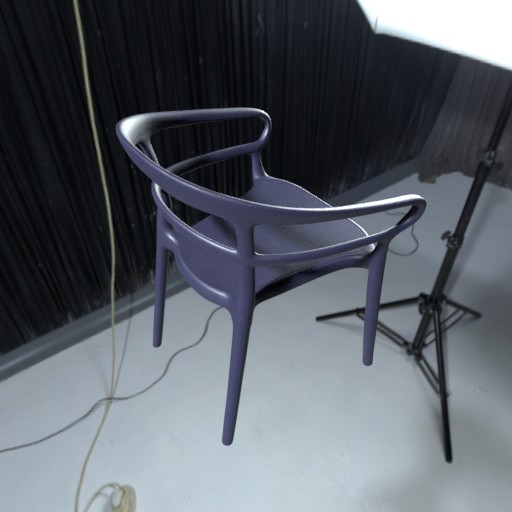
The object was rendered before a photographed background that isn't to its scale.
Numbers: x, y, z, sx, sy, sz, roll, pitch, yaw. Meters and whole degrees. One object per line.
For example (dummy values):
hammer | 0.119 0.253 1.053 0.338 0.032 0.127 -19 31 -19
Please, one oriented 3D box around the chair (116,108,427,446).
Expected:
chair | 0.000 0.000 1.127 0.527 0.761 0.559 -26 48 -27
